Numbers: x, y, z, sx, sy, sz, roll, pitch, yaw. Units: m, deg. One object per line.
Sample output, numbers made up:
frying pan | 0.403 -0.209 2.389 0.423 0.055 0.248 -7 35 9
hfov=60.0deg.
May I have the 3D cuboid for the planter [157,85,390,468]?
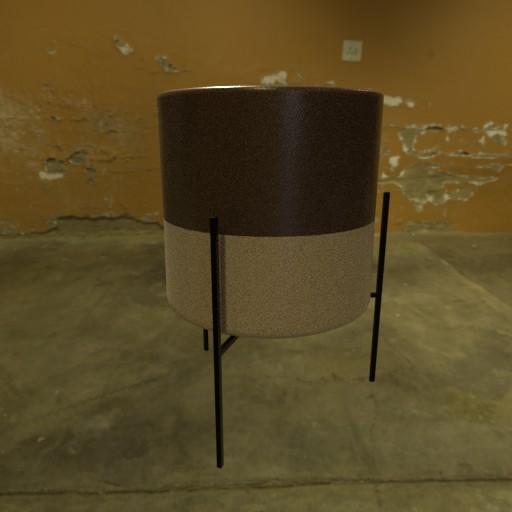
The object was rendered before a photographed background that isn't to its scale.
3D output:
planter | 0.000 0.000 0.517 0.260 0.353 0.250 15 21 42
